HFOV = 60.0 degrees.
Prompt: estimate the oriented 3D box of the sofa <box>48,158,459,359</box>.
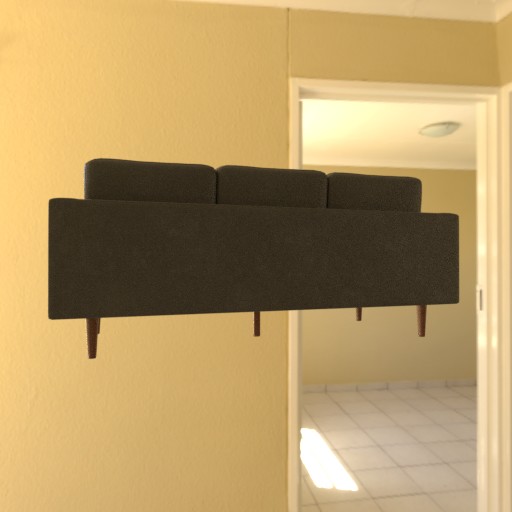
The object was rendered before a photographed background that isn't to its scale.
[{"bbox_3d":[0.000,0.000,2.494,2.029,0.899,0.879,0,0,-18],"label":"sofa"}]
